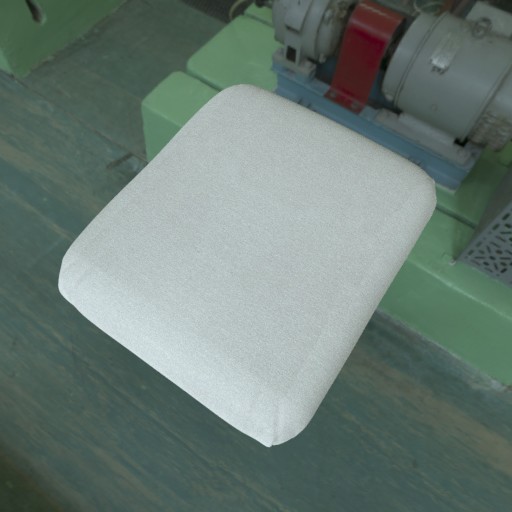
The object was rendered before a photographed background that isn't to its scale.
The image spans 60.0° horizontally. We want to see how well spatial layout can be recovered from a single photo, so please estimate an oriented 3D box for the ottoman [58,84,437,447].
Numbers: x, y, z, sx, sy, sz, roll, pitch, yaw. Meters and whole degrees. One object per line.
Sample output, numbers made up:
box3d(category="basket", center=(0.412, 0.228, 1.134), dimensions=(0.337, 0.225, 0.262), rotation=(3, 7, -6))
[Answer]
box3d(category="ottoman", center=(0.000, 0.000, 1.144), dimensions=(0.639, 0.450, 0.746), rotation=(31, 68, 14))
